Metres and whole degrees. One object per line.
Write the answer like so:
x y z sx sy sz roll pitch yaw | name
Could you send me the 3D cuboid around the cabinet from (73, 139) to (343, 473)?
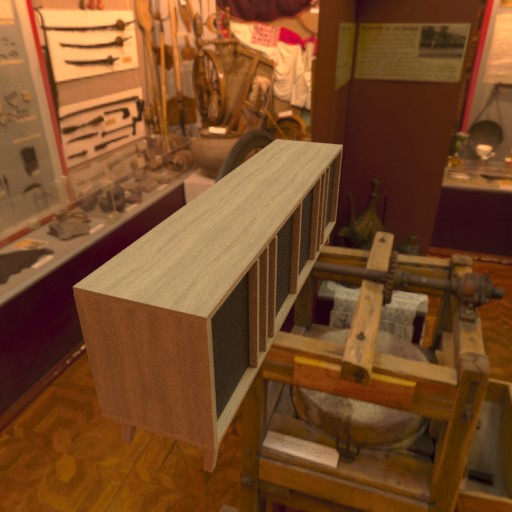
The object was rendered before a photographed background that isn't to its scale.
0.000 0.000 2.499 0.499 0.779 2.198 10 30 18 | cabinet
